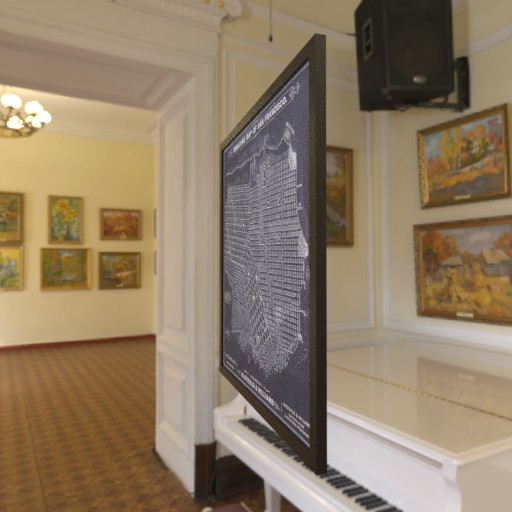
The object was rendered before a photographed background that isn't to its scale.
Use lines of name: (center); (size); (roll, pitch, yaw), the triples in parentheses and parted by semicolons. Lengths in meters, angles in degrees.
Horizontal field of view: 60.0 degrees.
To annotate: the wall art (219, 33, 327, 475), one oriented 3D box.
wall art: (0.000, 0.000, 1.197); (0.022, 0.807, 0.807); (0, -1, -17)
